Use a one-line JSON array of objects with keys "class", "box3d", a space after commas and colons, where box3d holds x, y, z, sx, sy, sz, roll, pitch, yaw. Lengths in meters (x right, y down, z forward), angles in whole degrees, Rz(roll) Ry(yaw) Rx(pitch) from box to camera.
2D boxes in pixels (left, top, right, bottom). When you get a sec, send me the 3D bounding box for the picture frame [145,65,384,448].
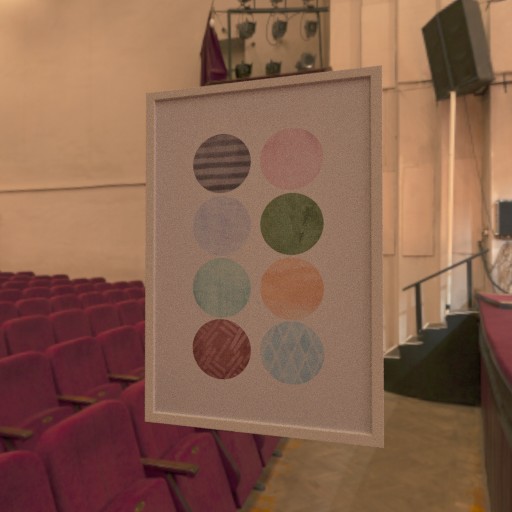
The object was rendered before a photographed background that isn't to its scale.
[{"class": "picture frame", "box3d": [0.000, 0.000, 0.830, 0.457, 0.657, 0.013, 0, -1, 16]}]
